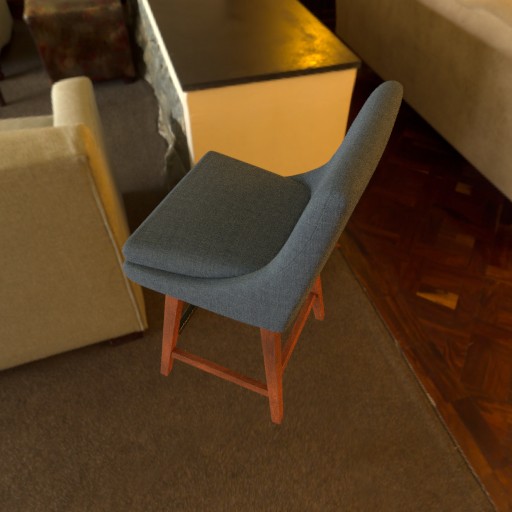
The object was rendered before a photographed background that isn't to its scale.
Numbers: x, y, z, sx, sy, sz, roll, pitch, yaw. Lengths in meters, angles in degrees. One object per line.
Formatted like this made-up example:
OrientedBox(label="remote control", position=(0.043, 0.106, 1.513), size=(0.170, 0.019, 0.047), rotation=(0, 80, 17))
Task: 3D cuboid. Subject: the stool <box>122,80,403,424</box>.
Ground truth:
OrientedBox(label="stool", position=(0.000, 0.000, 1.189), size=(0.524, 0.895, 0.467), rotation=(18, 50, 16))
